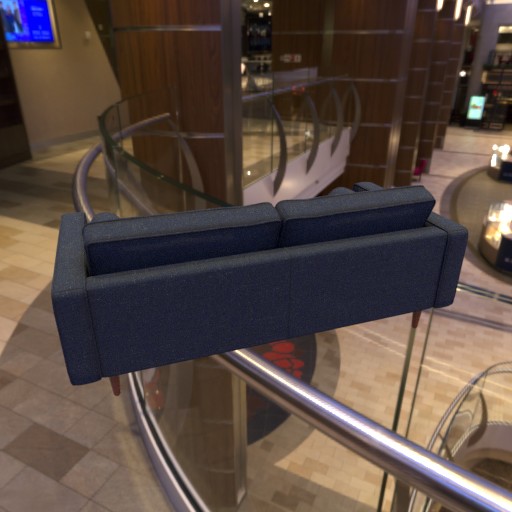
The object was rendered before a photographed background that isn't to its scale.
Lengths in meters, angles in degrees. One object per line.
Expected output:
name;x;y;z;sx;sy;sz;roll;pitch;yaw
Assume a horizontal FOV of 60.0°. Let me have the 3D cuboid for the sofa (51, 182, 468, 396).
sofa;0.000;0.000;2.315;1.880;0.762;0.914;-9;27;-17
